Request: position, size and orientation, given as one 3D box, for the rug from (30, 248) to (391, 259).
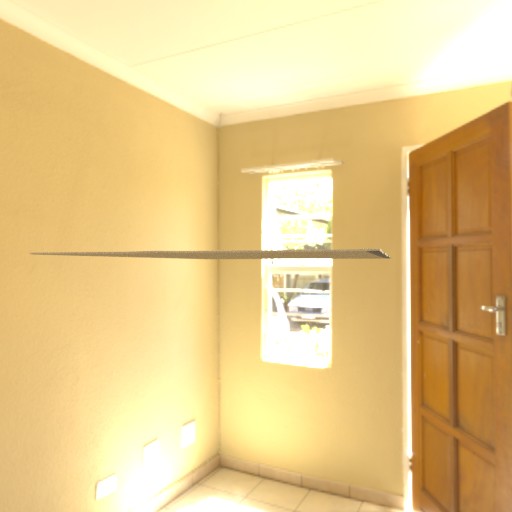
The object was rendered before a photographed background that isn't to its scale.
[{"bbox_3d":[0.000,0.000,4.249,2.434,0.019,3.041,0,-1,18],"label":"rug"}]
